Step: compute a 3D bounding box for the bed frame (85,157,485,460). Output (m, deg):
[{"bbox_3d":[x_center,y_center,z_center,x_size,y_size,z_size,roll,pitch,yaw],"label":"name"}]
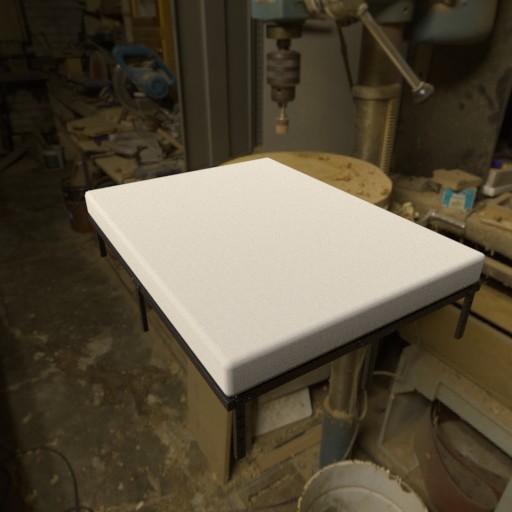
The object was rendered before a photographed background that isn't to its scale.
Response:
[{"bbox_3d":[0.000,0.000,3.579,1.990,0.680,2.635,-17,33,-28],"label":"bed frame"}]
